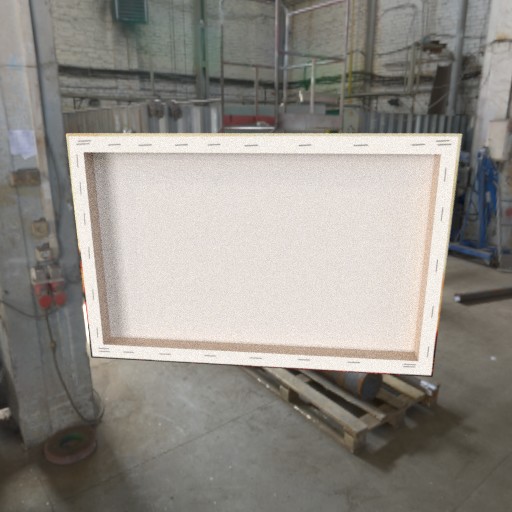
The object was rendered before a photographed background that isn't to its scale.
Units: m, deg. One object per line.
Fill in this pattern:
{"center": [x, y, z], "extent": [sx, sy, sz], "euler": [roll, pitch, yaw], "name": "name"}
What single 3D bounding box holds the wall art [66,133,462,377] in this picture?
{"center": [0.000, 0.000, 0.755], "extent": [0.613, 0.402, 0.040], "euler": [2, 16, 6], "name": "wall art"}
